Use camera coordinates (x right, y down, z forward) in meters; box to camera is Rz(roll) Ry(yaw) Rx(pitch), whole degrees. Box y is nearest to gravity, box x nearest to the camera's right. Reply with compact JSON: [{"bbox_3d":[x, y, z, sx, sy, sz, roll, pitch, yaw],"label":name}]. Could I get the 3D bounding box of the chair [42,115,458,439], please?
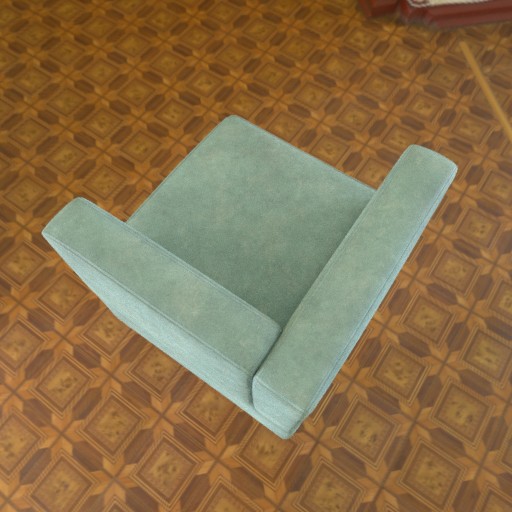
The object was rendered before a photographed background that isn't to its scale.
[{"bbox_3d":[0.000,0.000,1.236,0.684,0.660,0.691,32,68,14],"label":"chair"}]
